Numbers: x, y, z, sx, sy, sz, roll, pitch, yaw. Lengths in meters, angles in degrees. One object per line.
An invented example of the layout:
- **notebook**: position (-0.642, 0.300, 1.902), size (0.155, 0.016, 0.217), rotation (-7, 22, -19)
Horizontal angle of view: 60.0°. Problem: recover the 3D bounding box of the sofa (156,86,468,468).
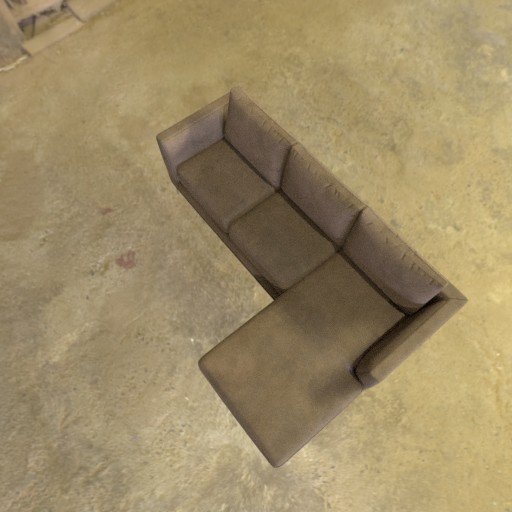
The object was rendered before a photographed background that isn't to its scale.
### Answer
- **sofa**: position (0.000, 0.000, 3.299), size (1.622, 0.987, 2.438), rotation (-36, 70, -16)
